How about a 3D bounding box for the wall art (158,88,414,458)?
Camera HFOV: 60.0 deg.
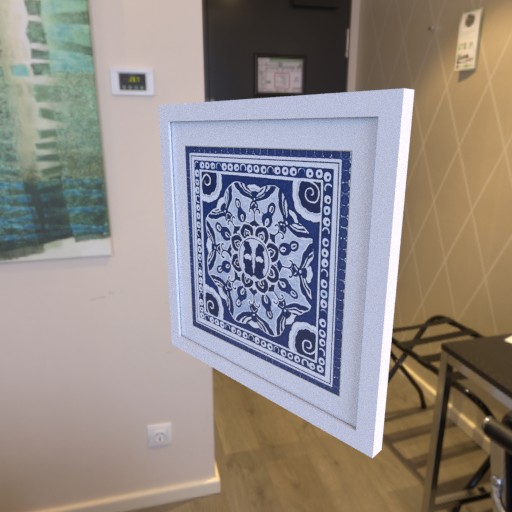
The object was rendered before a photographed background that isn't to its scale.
[{"bbox_3d":[0.000,0.000,0.837,0.028,0.559,0.559,-15,22,-43],"label":"wall art"}]
